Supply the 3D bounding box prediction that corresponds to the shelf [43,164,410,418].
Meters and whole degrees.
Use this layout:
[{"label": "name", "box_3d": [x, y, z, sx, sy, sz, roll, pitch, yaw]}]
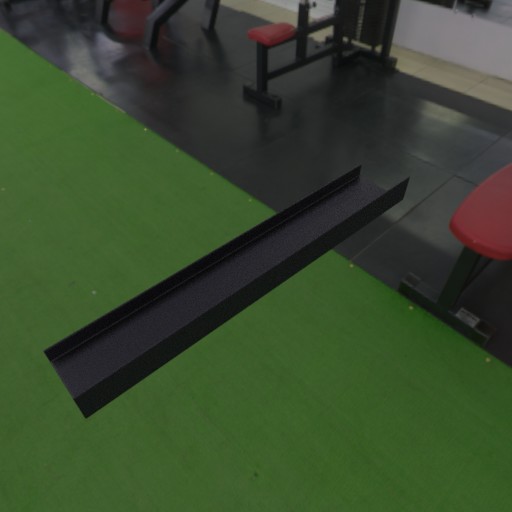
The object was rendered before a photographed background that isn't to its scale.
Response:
[{"label": "shelf", "box_3d": [0.000, 0.000, 0.655, 0.605, 0.053, 0.102, -32, 54, -27]}]
